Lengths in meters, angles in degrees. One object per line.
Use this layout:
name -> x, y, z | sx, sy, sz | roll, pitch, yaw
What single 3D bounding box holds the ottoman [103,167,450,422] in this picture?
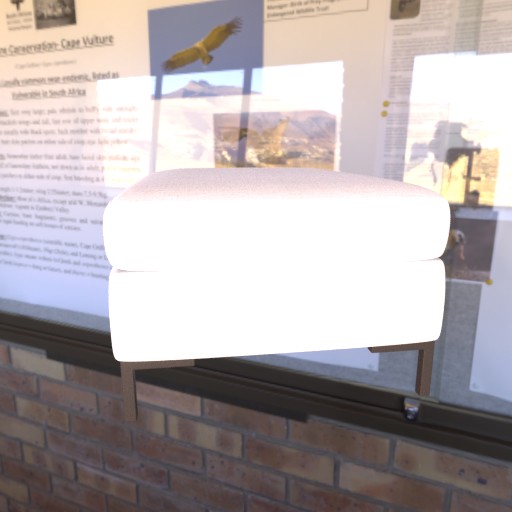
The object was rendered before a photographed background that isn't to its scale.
ottoman -> 0.000, 0.000, 1.187 | 0.657, 0.453, 0.794 | -2, 14, -8
